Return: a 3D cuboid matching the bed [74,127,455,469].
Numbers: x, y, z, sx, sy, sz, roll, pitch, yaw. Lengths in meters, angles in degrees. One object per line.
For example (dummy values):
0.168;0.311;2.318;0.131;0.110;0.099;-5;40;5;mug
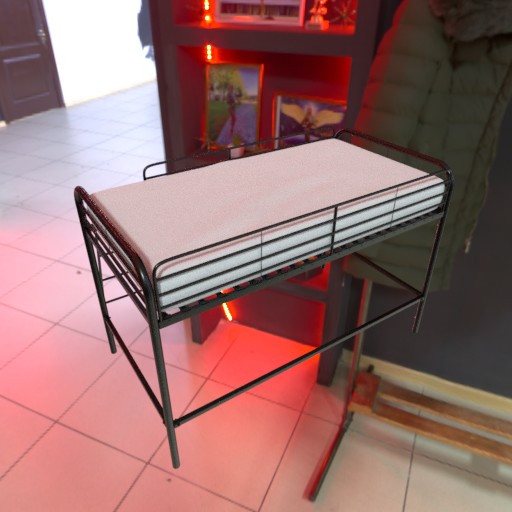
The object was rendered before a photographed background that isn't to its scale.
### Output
0.000;0.000;2.969;1.968;1.289;1.393;-19;37;-28;bed
